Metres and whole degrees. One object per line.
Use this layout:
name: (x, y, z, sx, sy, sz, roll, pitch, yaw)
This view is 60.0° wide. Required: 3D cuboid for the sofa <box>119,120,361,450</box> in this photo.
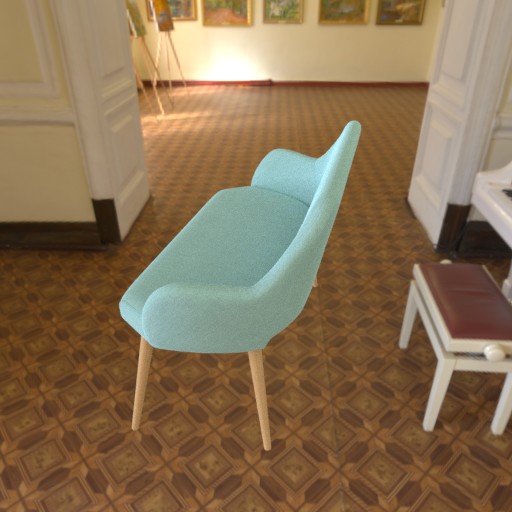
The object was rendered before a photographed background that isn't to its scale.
sofa: (0.000, 0.000, 1.615, 0.610, 0.840, 1.150, 8, 32, 13)
